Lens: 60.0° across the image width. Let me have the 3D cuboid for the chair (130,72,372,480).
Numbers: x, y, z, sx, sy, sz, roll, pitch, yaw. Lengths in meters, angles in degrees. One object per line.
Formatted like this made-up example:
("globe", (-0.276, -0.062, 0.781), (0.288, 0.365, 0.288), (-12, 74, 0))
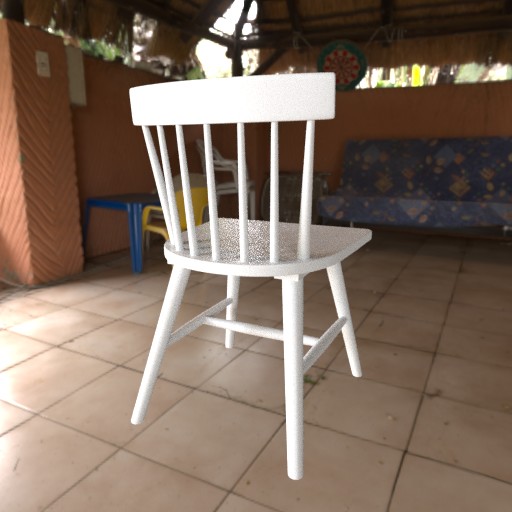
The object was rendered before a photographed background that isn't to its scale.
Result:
("chair", (0.000, 0.000, 1.115), (0.483, 0.787, 0.500), (7, 15, 26))
